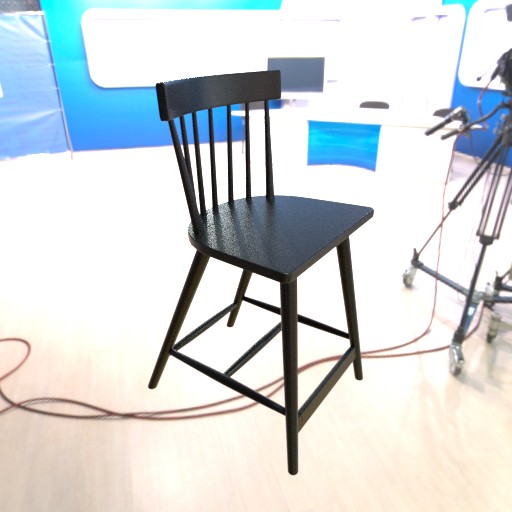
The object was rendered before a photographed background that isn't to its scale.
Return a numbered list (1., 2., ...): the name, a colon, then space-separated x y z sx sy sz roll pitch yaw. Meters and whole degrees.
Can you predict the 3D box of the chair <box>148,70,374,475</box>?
1. chair: 0.000 0.000 1.266 0.572 0.952 0.483 17 31 31
